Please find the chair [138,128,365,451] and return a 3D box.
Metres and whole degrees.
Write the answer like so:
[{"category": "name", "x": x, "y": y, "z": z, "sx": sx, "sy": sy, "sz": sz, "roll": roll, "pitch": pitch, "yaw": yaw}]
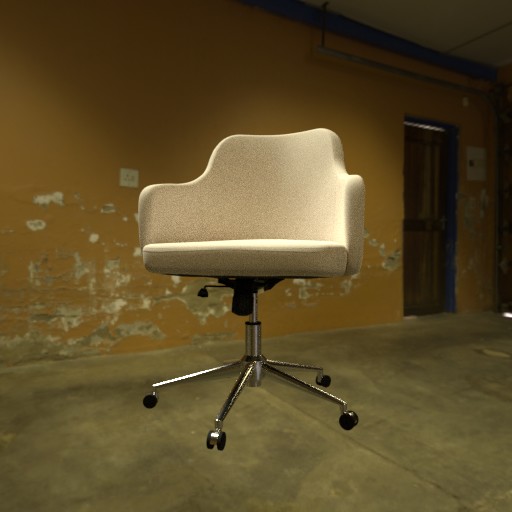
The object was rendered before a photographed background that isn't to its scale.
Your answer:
[{"category": "chair", "x": 0.000, "y": 0.000, "z": 1.236, "sx": 0.602, "sy": 0.819, "sz": 0.647, "roll": 0, "pitch": 1, "yaw": 17}]
